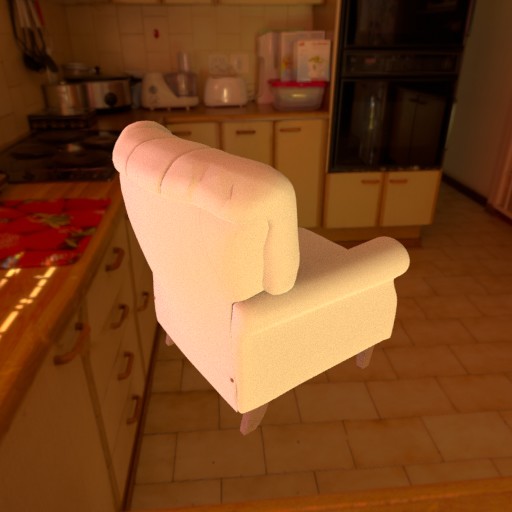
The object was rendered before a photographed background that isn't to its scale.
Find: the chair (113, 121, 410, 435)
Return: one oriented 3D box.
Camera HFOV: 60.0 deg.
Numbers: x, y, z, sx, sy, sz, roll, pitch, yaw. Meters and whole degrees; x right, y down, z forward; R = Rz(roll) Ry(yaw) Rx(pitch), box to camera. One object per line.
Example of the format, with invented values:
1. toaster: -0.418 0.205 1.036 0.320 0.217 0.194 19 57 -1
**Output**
1. chair: 0.000 0.000 2.113 1.128 1.217 1.090 -18 32 -31
